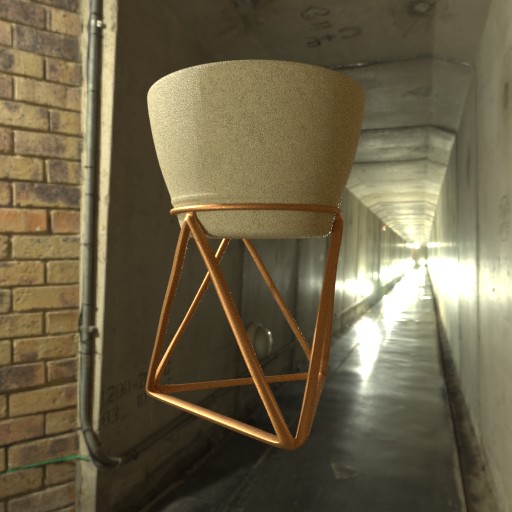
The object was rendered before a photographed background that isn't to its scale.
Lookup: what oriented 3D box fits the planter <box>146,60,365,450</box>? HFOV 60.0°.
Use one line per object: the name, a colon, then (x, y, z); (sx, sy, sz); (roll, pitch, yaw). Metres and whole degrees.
planter: (0.000, 0.000, 0.738); (0.350, 0.504, 0.350); (0, 2, -17)
